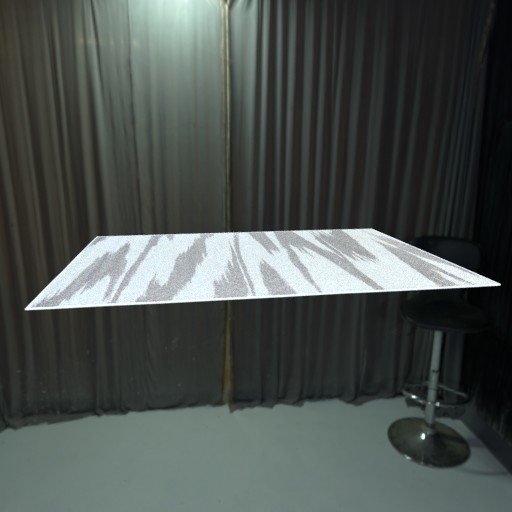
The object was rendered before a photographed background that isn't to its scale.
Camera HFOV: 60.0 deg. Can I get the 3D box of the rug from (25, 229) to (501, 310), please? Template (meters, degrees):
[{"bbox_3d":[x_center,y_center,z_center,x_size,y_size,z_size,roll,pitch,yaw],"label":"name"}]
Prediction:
[{"bbox_3d":[0.000,0.000,2.691,2.142,0.010,1.533,-2,14,-9],"label":"rug"}]
